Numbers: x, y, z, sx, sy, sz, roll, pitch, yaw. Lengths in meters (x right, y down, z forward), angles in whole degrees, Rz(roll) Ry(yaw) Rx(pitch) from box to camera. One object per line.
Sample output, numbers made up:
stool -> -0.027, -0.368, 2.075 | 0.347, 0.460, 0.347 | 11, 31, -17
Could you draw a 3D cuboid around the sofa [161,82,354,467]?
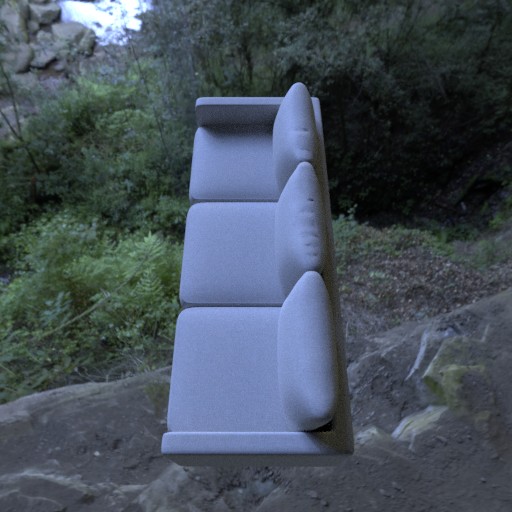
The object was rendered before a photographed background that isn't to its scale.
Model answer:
sofa -> 0.000, 0.000, 2.626 | 0.859, 0.874, 2.218 | 0, 60, 0
